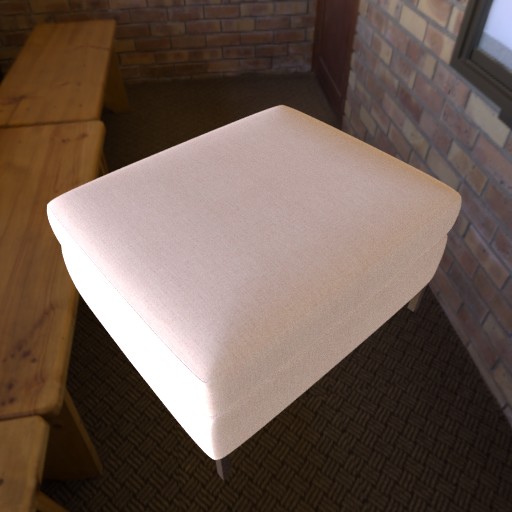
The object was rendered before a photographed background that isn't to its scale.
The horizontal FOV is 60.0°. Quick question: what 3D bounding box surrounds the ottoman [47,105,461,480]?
[{"bbox_3d":[0.000,0.000,1.161,0.794,0.453,0.657,-31,53,-28],"label":"ottoman"}]
